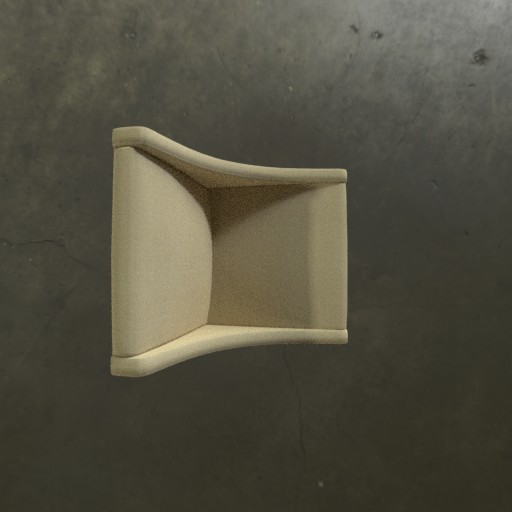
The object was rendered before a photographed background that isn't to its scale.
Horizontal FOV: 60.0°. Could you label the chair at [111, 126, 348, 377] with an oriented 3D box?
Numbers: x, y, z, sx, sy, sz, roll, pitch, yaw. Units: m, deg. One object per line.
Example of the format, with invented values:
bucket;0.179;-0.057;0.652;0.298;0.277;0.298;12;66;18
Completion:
chair;0.000;0.000;1.426;0.611;1.021;0.575;0;89;1
